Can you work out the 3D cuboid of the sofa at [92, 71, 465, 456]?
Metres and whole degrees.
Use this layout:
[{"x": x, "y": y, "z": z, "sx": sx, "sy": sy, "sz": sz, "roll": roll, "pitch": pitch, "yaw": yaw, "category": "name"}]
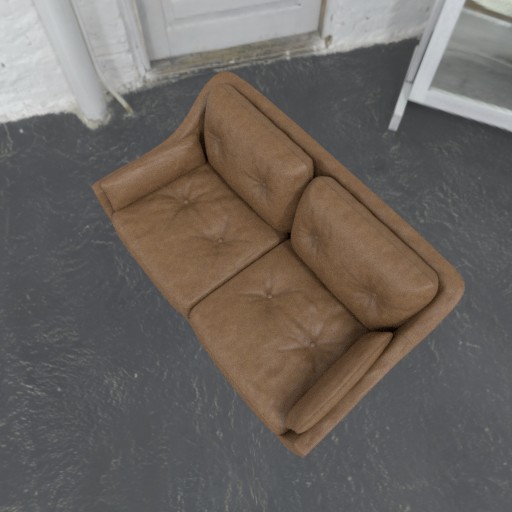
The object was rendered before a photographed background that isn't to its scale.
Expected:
[{"x": 0.000, "y": 0.000, "z": 2.303, "sx": 0.981, "sy": 0.886, "sz": 1.731, "roll": -36, "pitch": 69, "yaw": -16, "category": "sofa"}]
